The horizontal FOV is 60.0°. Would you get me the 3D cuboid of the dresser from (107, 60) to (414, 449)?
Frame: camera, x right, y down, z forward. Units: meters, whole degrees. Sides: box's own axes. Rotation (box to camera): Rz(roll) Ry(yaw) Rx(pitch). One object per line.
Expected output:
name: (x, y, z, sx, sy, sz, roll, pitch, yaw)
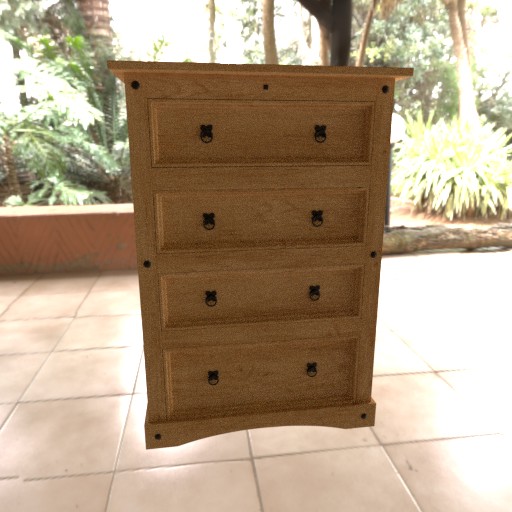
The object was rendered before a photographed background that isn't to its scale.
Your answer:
dresser: (0.000, 0.000, 1.698, 0.915, 1.300, 0.485, -2, 15, -9)
